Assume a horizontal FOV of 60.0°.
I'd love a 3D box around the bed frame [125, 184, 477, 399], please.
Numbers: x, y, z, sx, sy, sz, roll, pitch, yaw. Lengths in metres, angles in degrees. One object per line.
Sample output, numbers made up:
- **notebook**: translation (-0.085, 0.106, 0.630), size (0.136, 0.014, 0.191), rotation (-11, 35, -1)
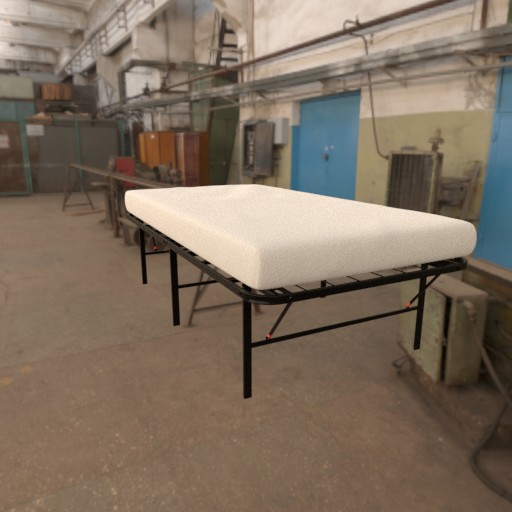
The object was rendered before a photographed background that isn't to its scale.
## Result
- **bed frame**: translation (0.000, 0.000, 2.370), size (0.989, 0.619, 1.903), rotation (-7, 16, -27)
